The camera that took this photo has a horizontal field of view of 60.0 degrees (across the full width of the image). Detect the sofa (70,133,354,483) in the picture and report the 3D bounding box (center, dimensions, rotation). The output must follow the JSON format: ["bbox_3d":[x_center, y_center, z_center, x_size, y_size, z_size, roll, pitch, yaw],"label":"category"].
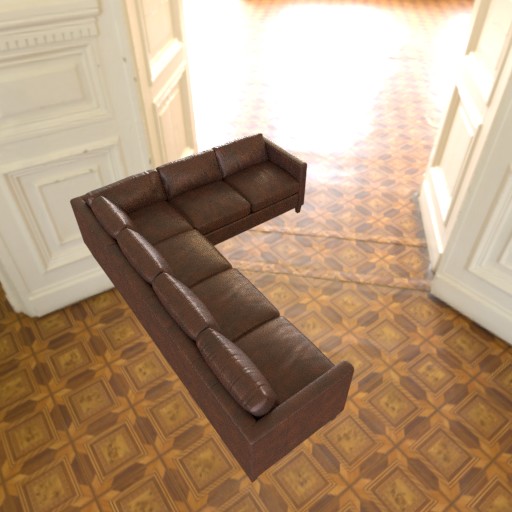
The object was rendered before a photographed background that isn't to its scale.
[{"bbox_3d":[0.000,0.000,4.309,2.438,0.836,3.152,-27,49,-26],"label":"sofa"}]
